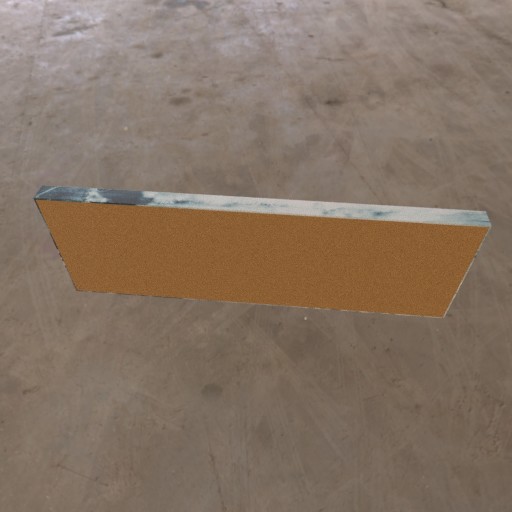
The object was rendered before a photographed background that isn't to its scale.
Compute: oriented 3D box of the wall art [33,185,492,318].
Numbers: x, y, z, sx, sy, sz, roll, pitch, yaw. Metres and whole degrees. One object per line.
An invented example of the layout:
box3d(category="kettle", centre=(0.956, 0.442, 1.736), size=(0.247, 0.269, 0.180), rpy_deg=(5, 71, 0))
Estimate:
box3d(category="wall art", centre=(0.000, 0.000, 0.834), size=(0.759, 0.251, 0.037), rpy_deg=(4, 47, 4))
